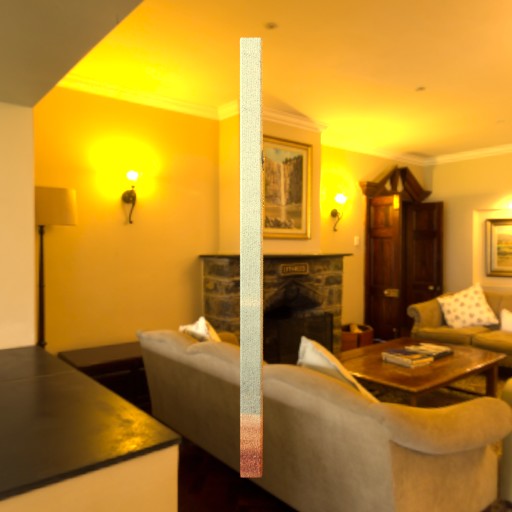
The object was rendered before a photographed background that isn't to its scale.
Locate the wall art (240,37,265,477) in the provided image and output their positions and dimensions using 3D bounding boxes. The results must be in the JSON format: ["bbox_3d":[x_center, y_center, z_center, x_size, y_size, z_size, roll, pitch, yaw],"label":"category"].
[{"bbox_3d":[0.000,0.000,0.912,0.034,0.605,0.605,0,1,1],"label":"wall art"}]
